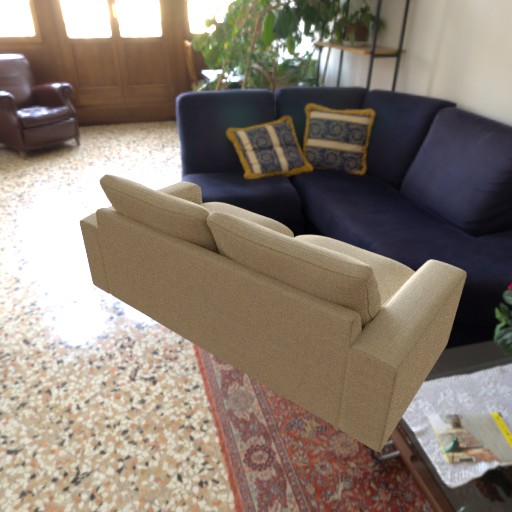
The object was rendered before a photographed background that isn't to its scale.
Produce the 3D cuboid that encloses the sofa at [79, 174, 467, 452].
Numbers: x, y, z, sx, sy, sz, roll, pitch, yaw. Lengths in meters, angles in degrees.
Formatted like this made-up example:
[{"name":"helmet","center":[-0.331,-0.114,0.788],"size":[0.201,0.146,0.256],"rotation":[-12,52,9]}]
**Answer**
[{"name":"sofa","center":[0.000,0.000,2.832],"size":[2.299,0.922,1.040],"rotation":[22,37,32]}]
